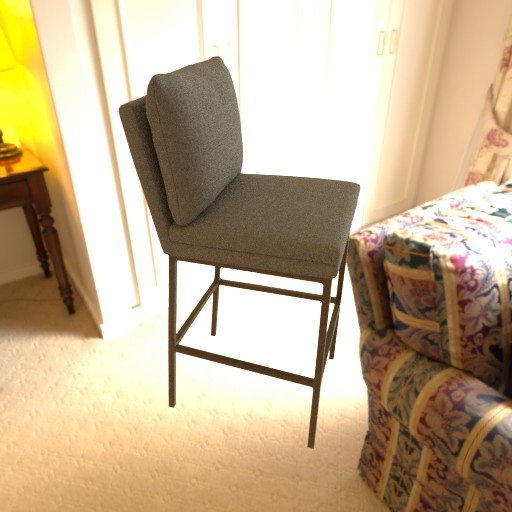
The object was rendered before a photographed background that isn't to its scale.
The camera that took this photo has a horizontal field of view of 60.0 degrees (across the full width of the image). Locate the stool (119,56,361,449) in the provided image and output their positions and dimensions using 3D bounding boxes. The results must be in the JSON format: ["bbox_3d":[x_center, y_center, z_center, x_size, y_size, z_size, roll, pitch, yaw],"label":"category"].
[{"bbox_3d":[0.000,0.000,1.413,0.569,1.132,0.463,9,33,15],"label":"stool"}]
